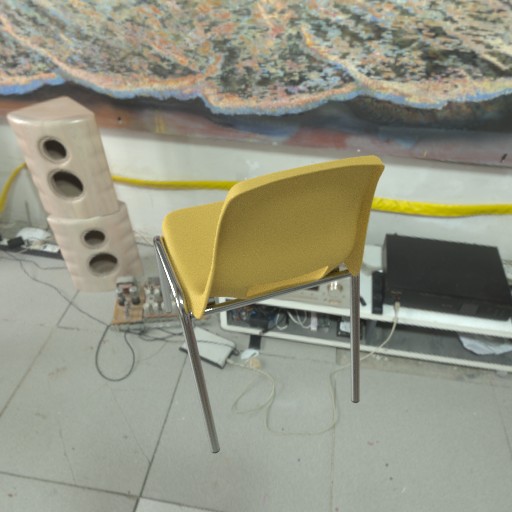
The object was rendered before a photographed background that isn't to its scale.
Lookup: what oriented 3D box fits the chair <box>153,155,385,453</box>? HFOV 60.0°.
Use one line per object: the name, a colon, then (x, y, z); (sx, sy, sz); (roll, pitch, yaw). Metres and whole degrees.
chair: (0.000, 0.000, 0.908); (0.381, 0.653, 0.436); (-14, 44, -15)
